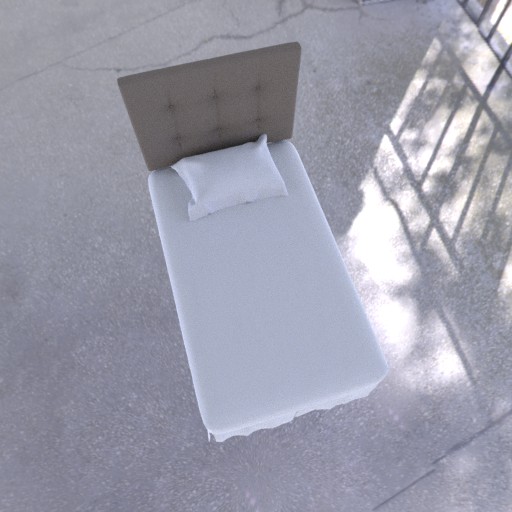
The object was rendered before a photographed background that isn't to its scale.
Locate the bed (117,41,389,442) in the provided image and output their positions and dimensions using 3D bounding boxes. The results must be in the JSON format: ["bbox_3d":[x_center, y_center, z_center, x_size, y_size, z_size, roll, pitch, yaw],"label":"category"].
[{"bbox_3d":[0.000,0.000,2.950,1.261,1.571,1.997,-15,65,-7],"label":"bed"}]
